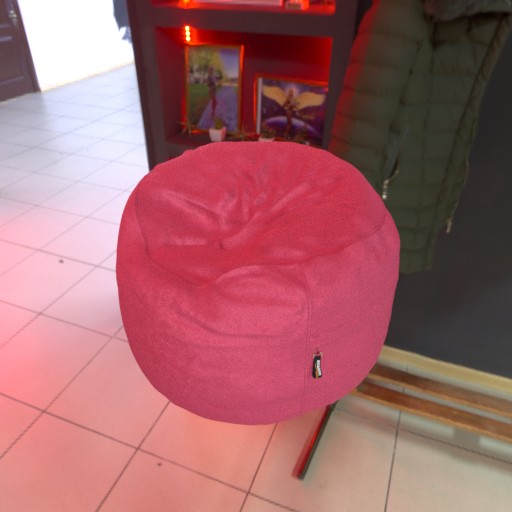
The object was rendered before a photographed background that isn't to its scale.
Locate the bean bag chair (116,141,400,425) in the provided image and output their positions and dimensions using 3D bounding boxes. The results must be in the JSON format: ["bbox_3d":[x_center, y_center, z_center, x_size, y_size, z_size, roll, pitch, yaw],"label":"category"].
[{"bbox_3d":[0.000,0.000,1.959,1.218,0.788,1.218,0,34,0],"label":"bean bag chair"}]
